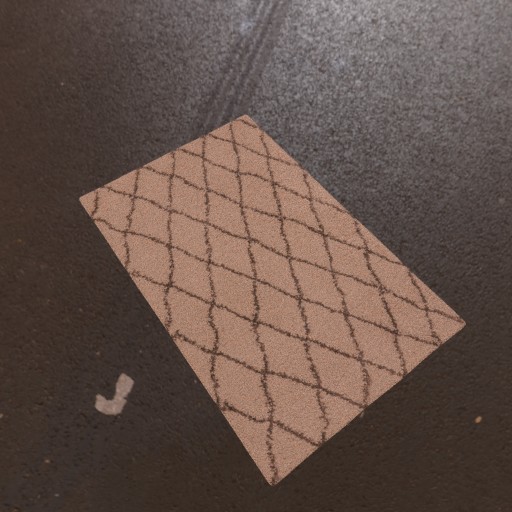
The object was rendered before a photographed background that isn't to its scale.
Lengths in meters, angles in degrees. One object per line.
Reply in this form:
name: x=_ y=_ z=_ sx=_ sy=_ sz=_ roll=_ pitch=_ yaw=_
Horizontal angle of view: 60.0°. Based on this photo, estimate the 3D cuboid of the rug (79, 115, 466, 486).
rug: x=0.000 y=0.000 z=3.514 sx=1.778 sy=0.030 sz=2.743 roll=-32 pitch=64 yaw=-18
